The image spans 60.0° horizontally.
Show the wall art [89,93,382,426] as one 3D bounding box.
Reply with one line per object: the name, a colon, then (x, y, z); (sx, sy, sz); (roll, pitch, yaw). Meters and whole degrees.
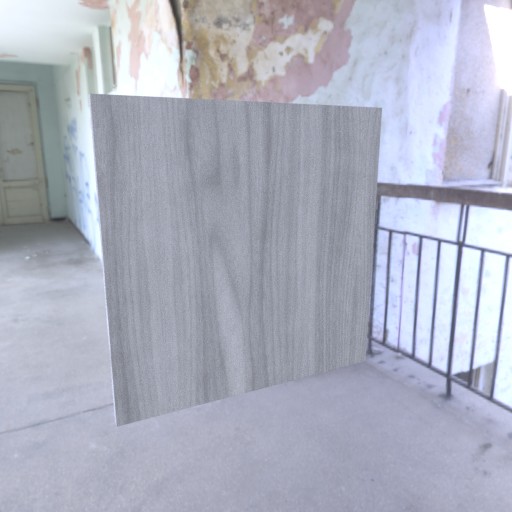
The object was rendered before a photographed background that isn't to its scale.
wall art: (0.000, 0.000, 0.769); (0.508, 0.507, 0.016); (-7, 15, -26)
